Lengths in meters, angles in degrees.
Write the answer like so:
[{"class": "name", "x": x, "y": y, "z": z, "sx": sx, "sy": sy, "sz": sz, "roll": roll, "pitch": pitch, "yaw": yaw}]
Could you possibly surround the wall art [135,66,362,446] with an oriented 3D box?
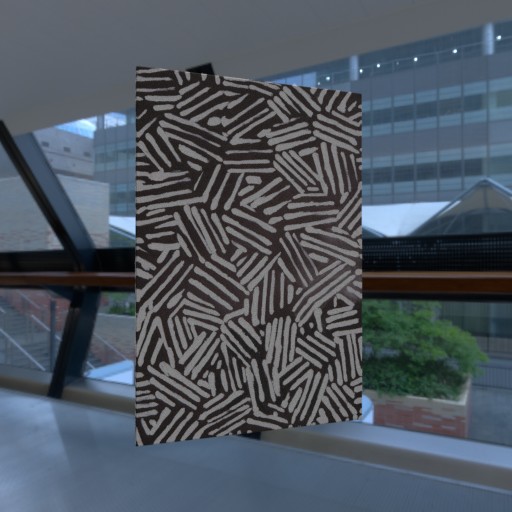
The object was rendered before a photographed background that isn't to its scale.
[{"class": "wall art", "x": 0.000, "y": 0.000, "z": 1.172, "sx": 0.615, "sy": 0.918, "sz": 0.035, "roll": 0, "pitch": 0, "yaw": -17}]
